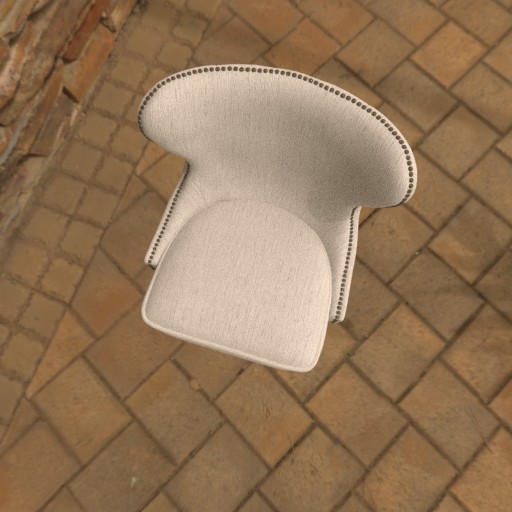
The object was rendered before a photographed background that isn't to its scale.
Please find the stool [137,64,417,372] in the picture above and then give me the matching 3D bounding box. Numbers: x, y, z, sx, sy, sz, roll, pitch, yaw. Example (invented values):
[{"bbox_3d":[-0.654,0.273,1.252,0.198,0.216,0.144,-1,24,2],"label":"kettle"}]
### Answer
[{"bbox_3d":[0.000,0.000,1.324,0.615,0.972,0.597,16,76,4],"label":"stool"}]
